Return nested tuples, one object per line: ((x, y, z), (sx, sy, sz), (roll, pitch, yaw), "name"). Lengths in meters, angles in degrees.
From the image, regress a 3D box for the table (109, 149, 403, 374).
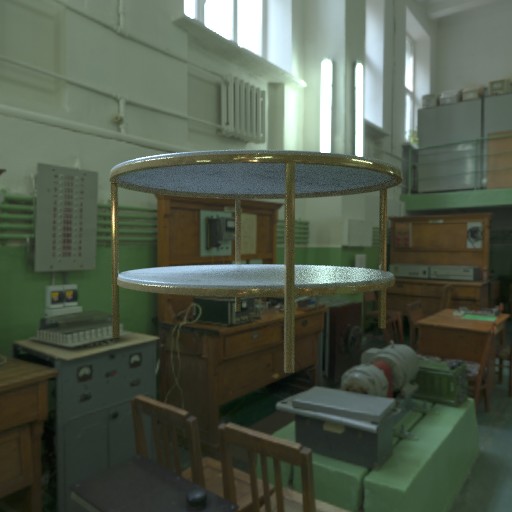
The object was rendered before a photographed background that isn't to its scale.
((0.000, 0.000, 1.282), (0.800, 0.450, 0.800), (0, 2, 0), "table")
